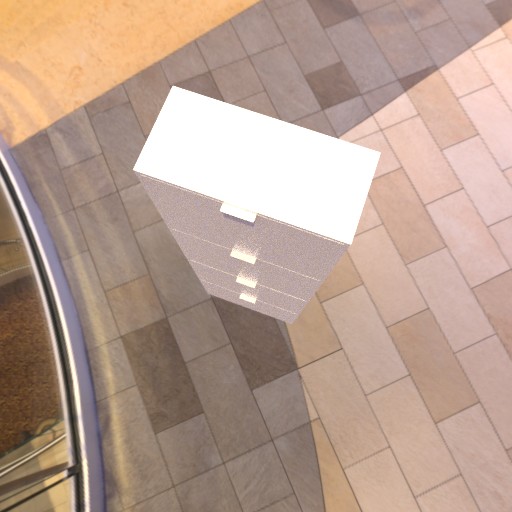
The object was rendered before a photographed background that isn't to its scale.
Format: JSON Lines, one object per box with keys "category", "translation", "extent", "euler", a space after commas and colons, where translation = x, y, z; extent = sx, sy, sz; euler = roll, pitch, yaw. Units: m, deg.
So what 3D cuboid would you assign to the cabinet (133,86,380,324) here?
{"category": "cabinet", "translation": [0.000, 0.000, 1.804], "extent": [0.520, 1.630, 0.255], "euler": [19, 76, 5]}
